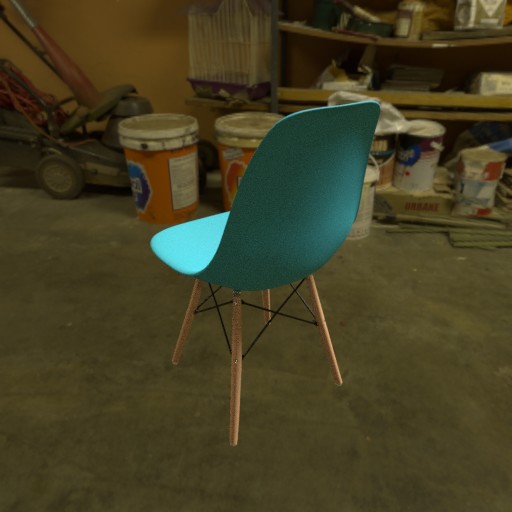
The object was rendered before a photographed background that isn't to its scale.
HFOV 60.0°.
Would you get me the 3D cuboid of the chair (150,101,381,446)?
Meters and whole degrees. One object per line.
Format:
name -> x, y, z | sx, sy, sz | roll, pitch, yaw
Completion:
chair -> 0.000, 0.000, 1.141 | 0.470, 0.826, 0.531 | -18, 34, -29
